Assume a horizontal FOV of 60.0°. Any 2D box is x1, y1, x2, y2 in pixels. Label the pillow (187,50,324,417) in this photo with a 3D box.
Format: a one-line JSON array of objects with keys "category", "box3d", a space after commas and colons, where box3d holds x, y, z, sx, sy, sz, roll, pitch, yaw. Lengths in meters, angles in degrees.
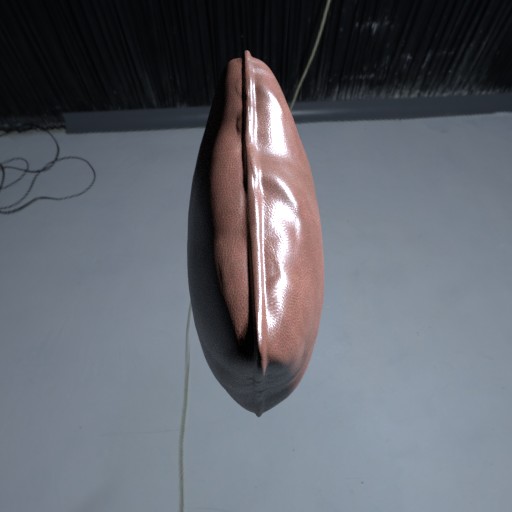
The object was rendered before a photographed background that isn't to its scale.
[{"category": "pillow", "box3d": [0.000, 0.000, 0.830, 0.236, 0.523, 0.532, -2, 63, -1]}]
